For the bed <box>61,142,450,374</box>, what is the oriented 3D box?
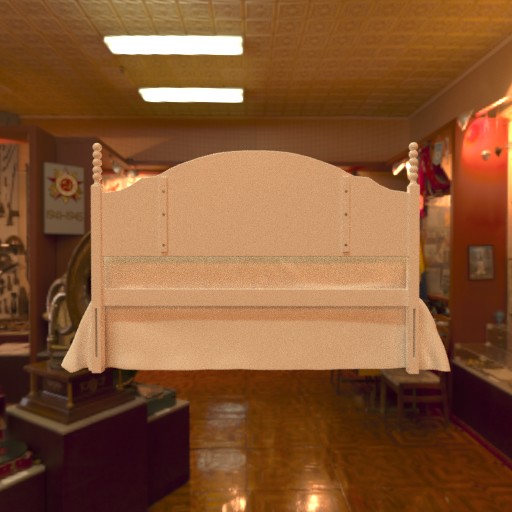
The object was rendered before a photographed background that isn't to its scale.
[{"bbox_3d":[0.000,0.000,3.682,2.322,1.355,2.219,0,1,1],"label":"bed"}]
